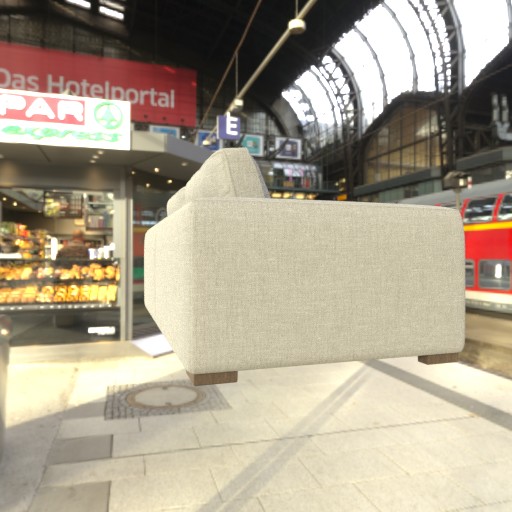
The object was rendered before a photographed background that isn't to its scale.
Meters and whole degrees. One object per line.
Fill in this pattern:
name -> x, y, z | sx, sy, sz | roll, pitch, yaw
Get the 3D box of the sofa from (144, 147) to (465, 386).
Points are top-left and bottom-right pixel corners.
sofa -> 0.000, 0.000, 2.385 | 1.069, 0.800, 1.920 | 0, 0, -18
